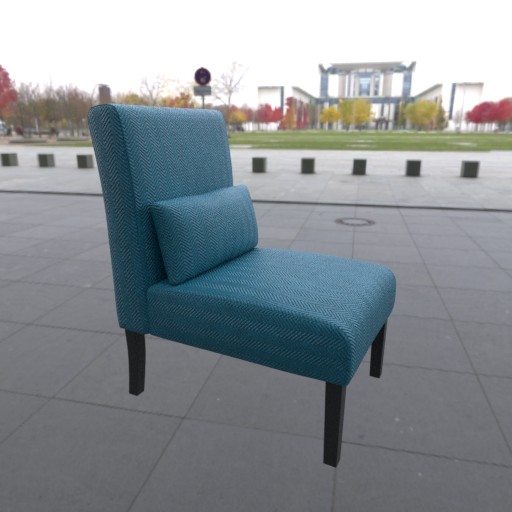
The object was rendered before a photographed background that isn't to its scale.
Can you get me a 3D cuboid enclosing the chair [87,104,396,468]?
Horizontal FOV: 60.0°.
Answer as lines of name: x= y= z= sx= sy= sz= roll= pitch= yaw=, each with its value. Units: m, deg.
chair: x=0.000 y=0.000 z=1.434 sx=0.808 sy=0.927 sz=0.579 roll=8 pitch=18 yaw=27
